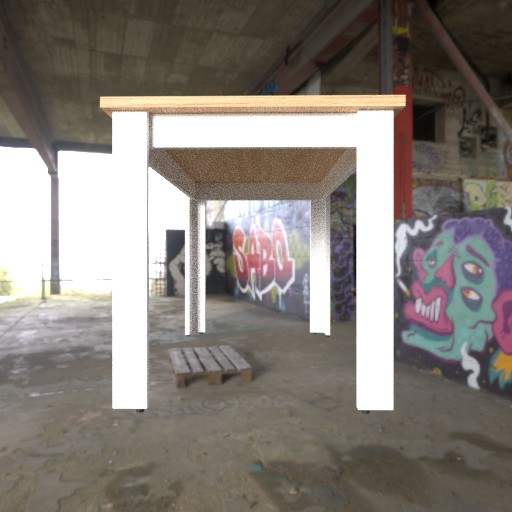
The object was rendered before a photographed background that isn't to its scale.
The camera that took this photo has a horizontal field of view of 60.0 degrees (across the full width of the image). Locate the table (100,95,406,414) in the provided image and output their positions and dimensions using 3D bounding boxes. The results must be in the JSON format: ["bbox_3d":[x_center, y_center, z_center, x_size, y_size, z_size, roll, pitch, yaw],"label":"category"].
[{"bbox_3d":[0.000,0.000,1.563,0.700,0.734,1.100,0,0,1],"label":"table"}]
